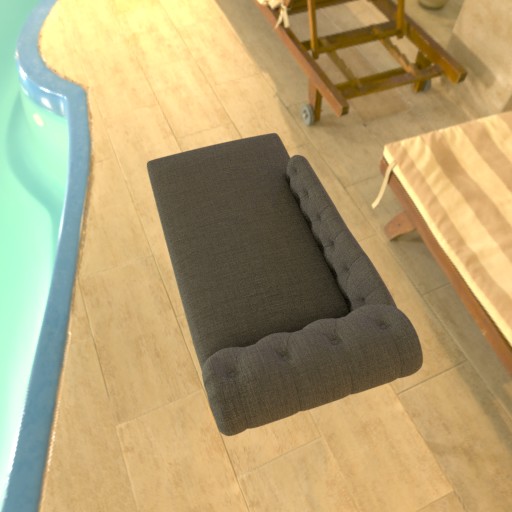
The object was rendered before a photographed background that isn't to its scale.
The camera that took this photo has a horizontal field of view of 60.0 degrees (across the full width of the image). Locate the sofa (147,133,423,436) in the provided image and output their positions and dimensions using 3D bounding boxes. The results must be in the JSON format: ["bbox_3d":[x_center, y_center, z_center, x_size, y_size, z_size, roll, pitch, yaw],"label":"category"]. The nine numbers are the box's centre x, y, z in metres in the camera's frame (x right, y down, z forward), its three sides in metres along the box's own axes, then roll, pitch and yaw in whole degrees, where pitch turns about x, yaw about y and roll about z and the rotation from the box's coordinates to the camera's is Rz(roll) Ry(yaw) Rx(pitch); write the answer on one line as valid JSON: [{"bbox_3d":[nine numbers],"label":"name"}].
[{"bbox_3d":[0.000,0.000,1.805,0.675,0.787,1.379,-15,59,-10],"label":"sofa"}]
